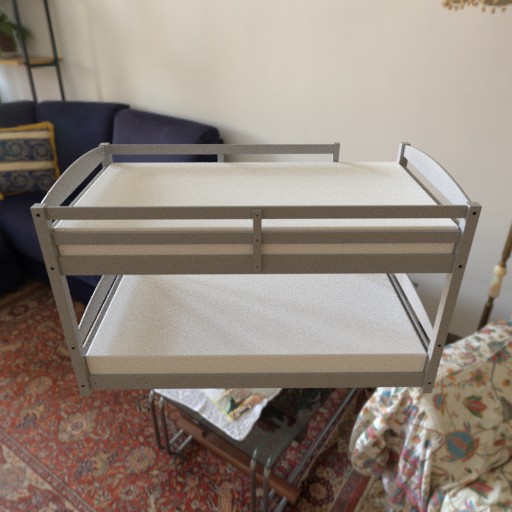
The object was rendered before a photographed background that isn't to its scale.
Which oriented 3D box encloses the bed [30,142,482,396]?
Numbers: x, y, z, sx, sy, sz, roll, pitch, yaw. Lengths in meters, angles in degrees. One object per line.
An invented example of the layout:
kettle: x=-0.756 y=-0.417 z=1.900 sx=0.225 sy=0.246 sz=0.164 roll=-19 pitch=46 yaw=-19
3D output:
bed: x=0.000 y=0.000 z=2.724 sx=2.013 sy=1.206 sz=1.105 roll=0 pitch=29 yaw=-1
